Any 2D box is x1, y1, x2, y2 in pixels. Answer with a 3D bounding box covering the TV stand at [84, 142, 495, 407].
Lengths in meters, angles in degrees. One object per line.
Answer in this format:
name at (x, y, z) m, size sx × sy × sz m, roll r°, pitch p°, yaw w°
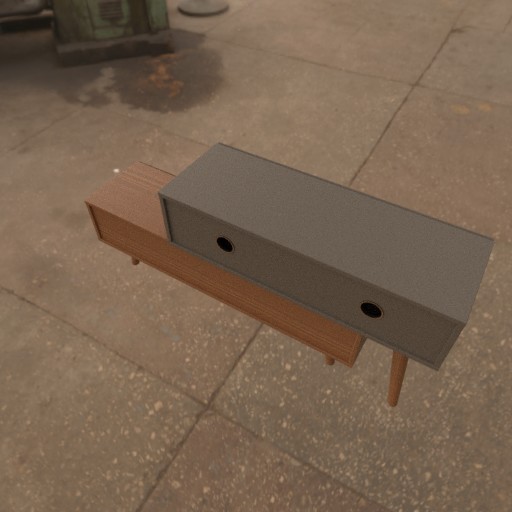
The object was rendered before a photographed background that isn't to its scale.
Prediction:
TV stand at (0.000, 0.000, 1.568) m, size 1.336 × 0.591 × 0.329 m, roll 24°, pitch 51°, yaw 21°
